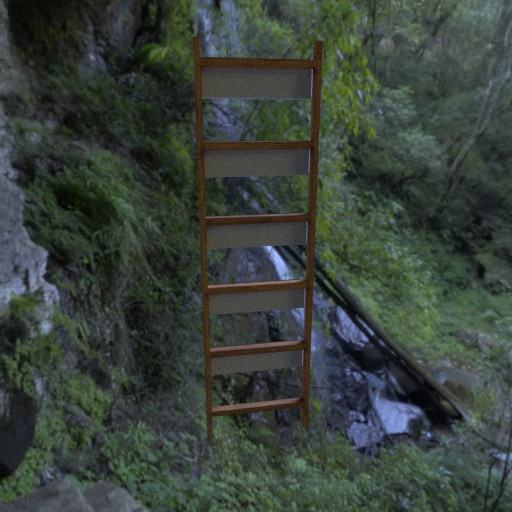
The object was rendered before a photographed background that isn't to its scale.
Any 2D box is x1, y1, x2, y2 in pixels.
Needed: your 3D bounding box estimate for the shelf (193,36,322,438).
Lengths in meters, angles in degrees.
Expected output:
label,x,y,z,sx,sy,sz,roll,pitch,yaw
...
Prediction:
label,x,y,z,sx,sy,sz,roll,pitch,yaw
shelf,0.000,0.000,1.815,0.454,1.600,0.141,-3,17,-10
